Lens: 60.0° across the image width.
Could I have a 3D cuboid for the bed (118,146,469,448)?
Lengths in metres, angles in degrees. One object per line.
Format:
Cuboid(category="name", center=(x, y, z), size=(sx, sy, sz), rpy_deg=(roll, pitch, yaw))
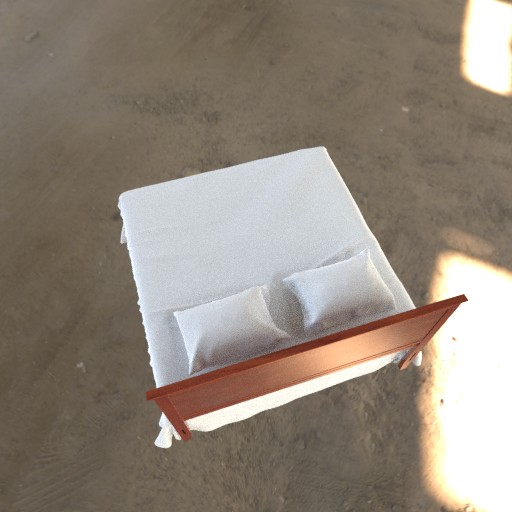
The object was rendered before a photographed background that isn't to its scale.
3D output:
Cuboid(category="bed", center=(0.000, 0.000, 3.662), size=(2.314, 1.271, 2.219), rpy_deg=(-15, 59, -9))
